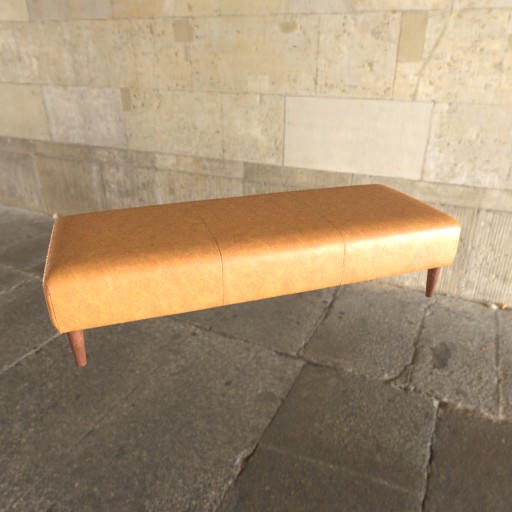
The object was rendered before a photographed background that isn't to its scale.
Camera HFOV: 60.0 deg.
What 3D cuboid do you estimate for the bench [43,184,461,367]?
[{"bbox_3d":[0.000,0.000,1.924,1.610,0.399,0.653,-8,26,-17],"label":"bench"}]
